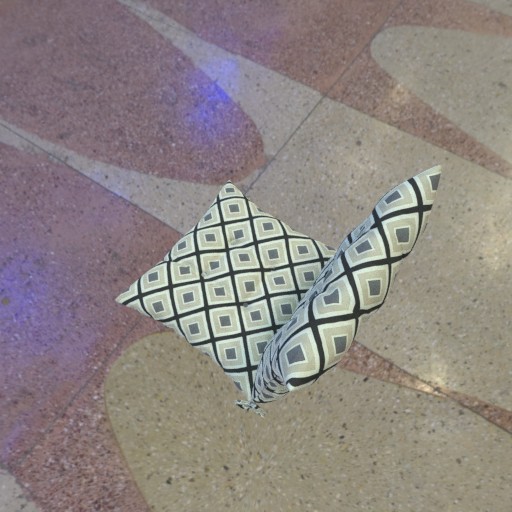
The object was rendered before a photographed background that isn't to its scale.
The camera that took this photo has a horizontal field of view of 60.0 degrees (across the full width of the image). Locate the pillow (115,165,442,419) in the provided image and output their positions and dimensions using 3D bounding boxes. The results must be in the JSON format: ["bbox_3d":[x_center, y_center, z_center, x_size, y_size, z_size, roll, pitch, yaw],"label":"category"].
[{"bbox_3d":[0.000,0.000,1.031,0.585,0.536,0.541,33,68,15],"label":"pillow"}]
